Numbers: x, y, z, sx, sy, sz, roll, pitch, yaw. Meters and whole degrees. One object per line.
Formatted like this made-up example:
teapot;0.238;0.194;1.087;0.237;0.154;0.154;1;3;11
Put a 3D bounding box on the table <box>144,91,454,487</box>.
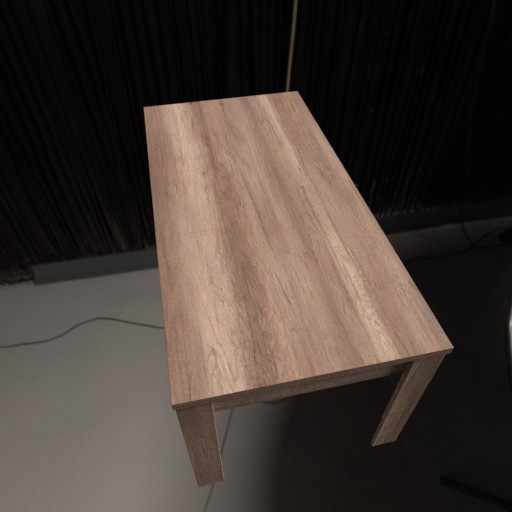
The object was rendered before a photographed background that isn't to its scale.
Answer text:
table;0.000;0.000;2.245;0.900;0.790;1.800;-9;47;-9
